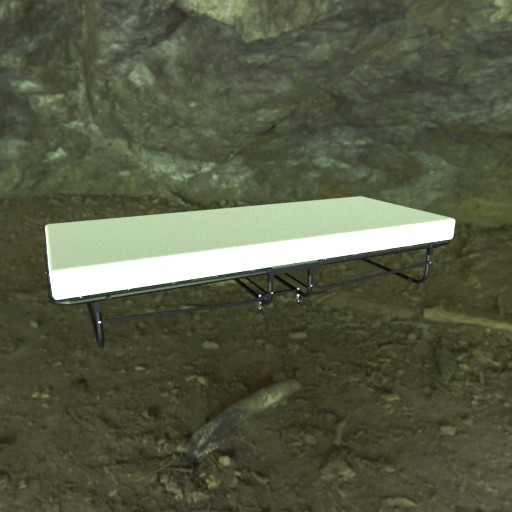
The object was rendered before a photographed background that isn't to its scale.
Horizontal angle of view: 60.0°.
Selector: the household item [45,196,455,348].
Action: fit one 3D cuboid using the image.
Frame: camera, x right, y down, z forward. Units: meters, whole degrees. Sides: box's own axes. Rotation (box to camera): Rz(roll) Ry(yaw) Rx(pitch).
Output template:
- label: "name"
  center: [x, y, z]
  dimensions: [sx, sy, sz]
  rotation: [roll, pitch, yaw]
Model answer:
- label: "household item"
  center: [0.000, 0.000, 2.201]
  dimensions: [1.905, 0.356, 0.787]
  rotation: [-8, 19, -24]
